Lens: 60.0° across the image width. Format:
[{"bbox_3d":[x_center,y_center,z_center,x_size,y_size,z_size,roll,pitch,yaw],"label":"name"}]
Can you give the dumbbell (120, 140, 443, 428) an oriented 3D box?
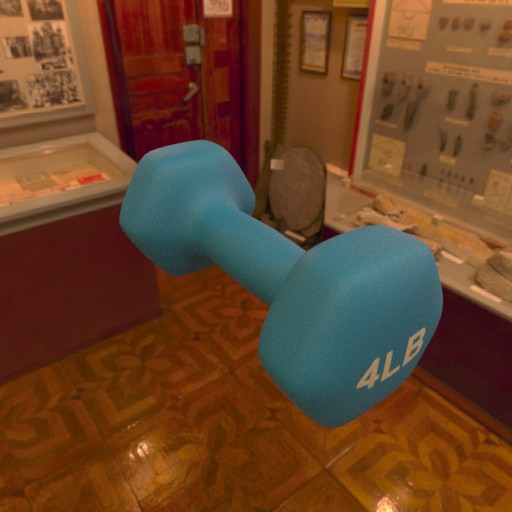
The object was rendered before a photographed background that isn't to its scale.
[{"bbox_3d":[0.000,0.000,0.193,0.074,0.066,0.152,-21,37,-30],"label":"dumbbell"}]
